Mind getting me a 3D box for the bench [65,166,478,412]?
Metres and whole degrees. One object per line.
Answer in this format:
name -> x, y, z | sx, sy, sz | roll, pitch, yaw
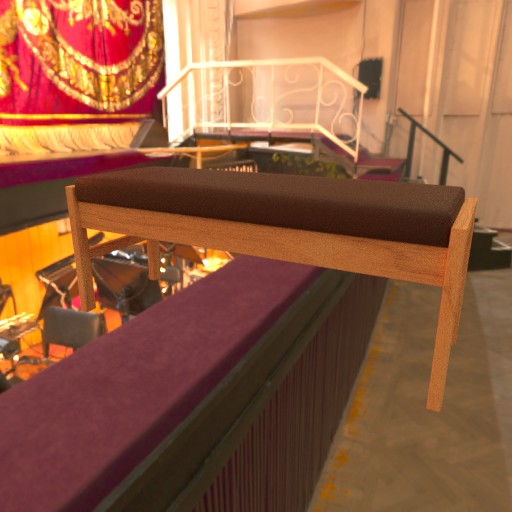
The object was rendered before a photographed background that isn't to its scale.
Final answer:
bench -> 0.000, 0.000, 1.410 | 1.200, 0.480, 0.405 | 9, 20, 27
